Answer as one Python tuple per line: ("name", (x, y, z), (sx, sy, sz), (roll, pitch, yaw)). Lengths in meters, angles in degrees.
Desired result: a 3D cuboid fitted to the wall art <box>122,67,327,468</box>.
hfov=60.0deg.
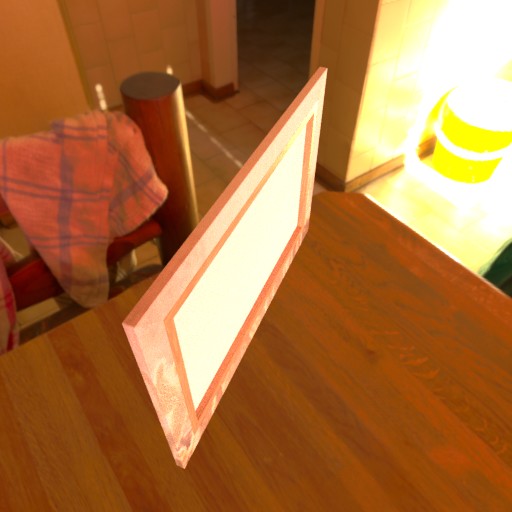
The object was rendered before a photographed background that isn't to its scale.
("wall art", (0.000, 0.000, 1.904), (0.038, 1.012, 1.525), (18, 50, 16))
